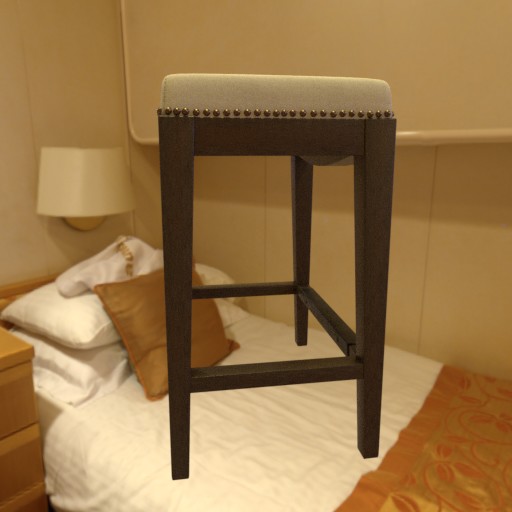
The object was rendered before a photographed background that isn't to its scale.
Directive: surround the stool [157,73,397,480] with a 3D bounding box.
[{"bbox_3d":[0.000,0.000,0.925,0.361,0.642,0.500,-2,14,-9],"label":"stool"}]
